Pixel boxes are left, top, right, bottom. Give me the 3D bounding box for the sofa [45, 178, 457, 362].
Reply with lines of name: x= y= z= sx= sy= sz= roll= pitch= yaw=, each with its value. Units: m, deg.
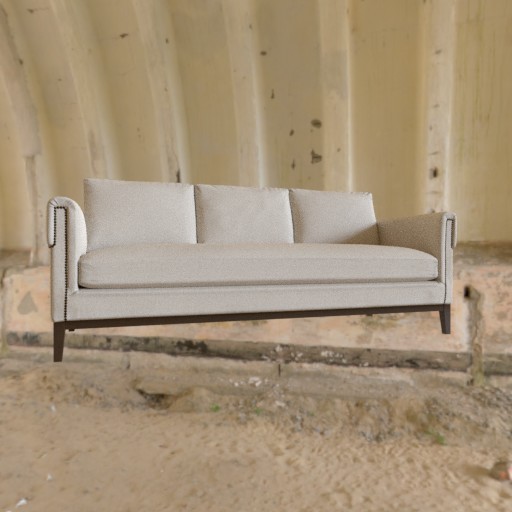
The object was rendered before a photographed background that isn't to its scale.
sofa: x=0.000 y=0.000 z=2.635 sx=2.198 sy=0.911 sz=0.902 roll=0 pitch=0 yaw=-19
